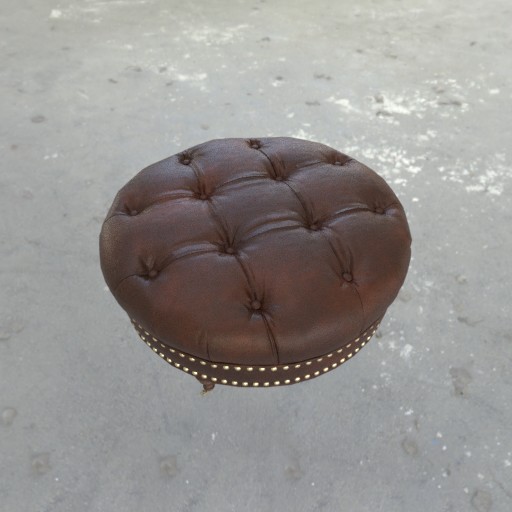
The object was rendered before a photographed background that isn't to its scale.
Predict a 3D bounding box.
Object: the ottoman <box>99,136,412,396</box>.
[{"bbox_3d":[0.000,0.000,1.402,0.901,0.455,0.901,0,46,0],"label":"ottoman"}]
